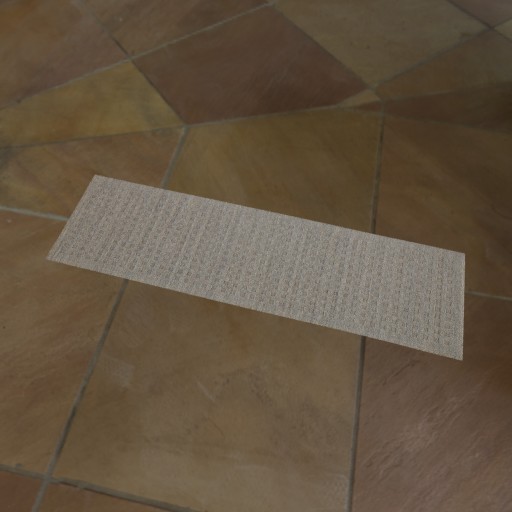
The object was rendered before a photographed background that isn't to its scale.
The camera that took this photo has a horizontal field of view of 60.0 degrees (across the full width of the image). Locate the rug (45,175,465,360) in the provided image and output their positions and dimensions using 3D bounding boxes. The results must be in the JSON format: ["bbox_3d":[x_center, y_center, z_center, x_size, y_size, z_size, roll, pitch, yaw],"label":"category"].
[{"bbox_3d":[0.000,0.000,2.674,2.437,0.005,0.688,13,60,8],"label":"rug"}]
